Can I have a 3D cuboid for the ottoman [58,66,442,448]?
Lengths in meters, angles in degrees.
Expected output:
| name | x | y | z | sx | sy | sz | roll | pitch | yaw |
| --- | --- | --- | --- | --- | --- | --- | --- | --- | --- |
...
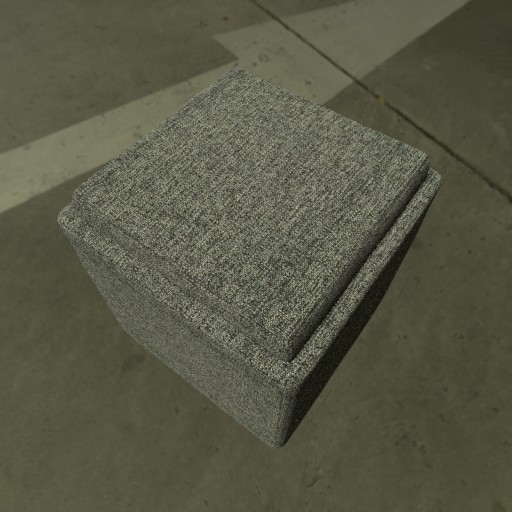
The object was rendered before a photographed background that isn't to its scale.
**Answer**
| name | x | y | z | sx | sy | sz | roll | pitch | yaw |
| --- | --- | --- | --- | --- | --- | --- | --- | --- | --- |
| ottoman | 0.000 | 0.000 | 0.838 | 0.450 | 0.463 | 0.450 | 32 | 62 | 19 |
